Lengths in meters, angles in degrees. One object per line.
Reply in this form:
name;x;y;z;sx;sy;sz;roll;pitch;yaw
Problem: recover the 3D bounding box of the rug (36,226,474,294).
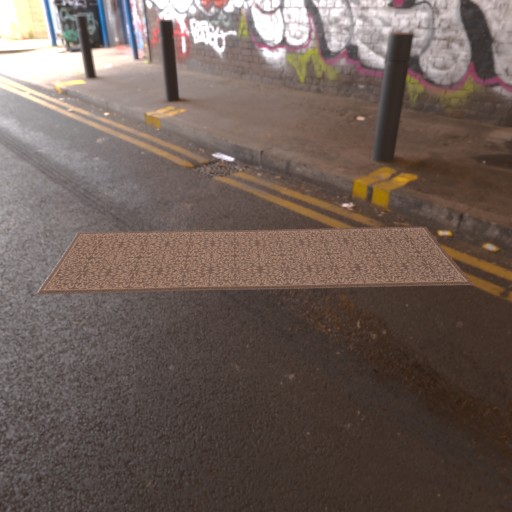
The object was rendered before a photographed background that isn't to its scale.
rug;0.000;0.000;2.505;2.196;0.011;0.662;-1;30;-2
